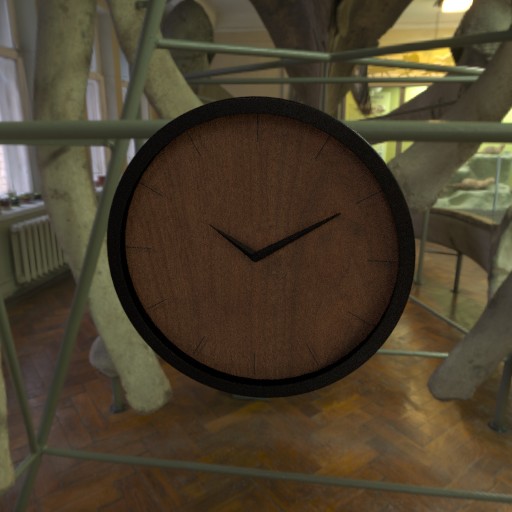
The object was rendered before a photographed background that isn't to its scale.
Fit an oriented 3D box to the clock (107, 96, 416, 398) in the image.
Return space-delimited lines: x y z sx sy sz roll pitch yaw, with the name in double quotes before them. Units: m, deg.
"clock" 0.000 0.000 0.464 0.314 0.314 0.040 2 16 9
